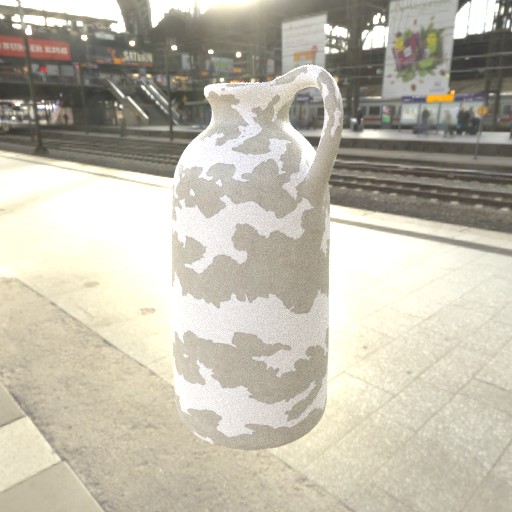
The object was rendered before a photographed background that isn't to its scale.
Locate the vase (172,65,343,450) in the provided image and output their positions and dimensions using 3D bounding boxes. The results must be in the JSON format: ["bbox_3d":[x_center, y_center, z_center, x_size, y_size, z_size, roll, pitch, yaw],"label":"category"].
[{"bbox_3d":[0.000,0.000,0.491,0.203,0.382,0.186,16,23,41],"label":"vase"}]
